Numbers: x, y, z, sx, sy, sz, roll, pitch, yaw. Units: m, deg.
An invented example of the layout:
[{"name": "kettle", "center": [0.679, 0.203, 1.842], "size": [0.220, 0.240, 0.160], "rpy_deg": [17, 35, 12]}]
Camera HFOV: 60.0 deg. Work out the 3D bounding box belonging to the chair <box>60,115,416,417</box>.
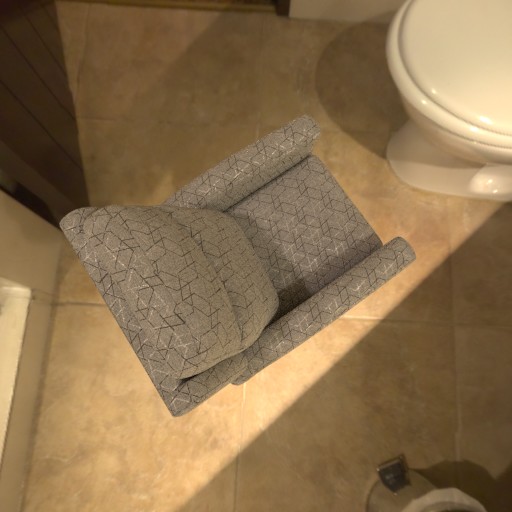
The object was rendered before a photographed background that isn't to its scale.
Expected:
[{"name": "chair", "center": [0.000, 0.000, 1.741], "size": [0.987, 1.048, 0.753], "rpy_deg": [-33, 79, -7]}]
